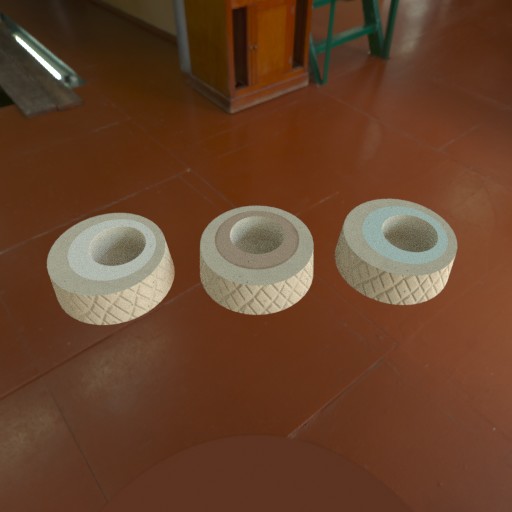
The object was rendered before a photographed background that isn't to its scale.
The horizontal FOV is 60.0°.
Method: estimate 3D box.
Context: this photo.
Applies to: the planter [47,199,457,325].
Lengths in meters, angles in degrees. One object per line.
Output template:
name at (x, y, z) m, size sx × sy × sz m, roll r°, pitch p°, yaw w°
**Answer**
planter at (0.000, 0.000, 0.432) m, size 0.390 × 0.038 × 0.114 m, roll -3°, pitch 46°, yaw -3°
